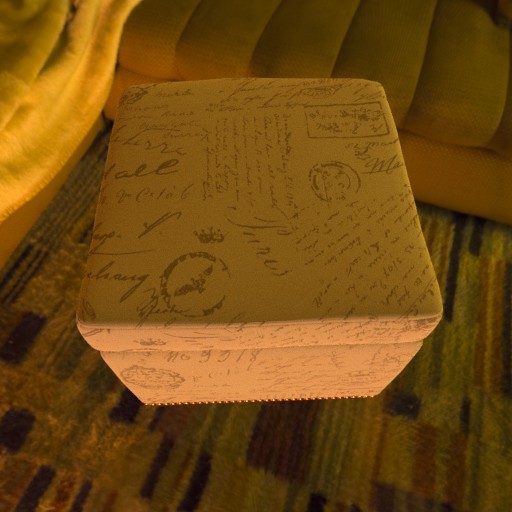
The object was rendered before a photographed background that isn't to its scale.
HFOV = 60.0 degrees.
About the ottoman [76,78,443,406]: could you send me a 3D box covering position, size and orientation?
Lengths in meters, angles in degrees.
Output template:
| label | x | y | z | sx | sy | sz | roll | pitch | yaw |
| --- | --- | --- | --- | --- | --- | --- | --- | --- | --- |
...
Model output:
| label | x | y | z | sx | sy | sz | roll | pitch | yaw |
| --- | --- | --- | --- | --- | --- | --- | --- | --- | --- |
| ottoman | 0.000 | 0.000 | 0.802 | 0.449 | 0.457 | 0.450 | -2 | 58 | -1 |
